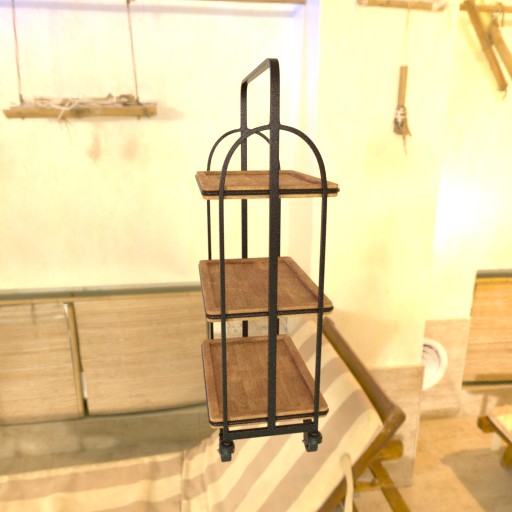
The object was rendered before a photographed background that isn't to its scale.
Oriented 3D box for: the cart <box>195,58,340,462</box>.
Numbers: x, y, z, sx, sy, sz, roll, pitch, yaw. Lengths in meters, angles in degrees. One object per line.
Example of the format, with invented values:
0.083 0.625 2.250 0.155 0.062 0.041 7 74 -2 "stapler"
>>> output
0.000 0.000 1.290 0.327 1.001 0.553 -2 15 -9 "cart"
